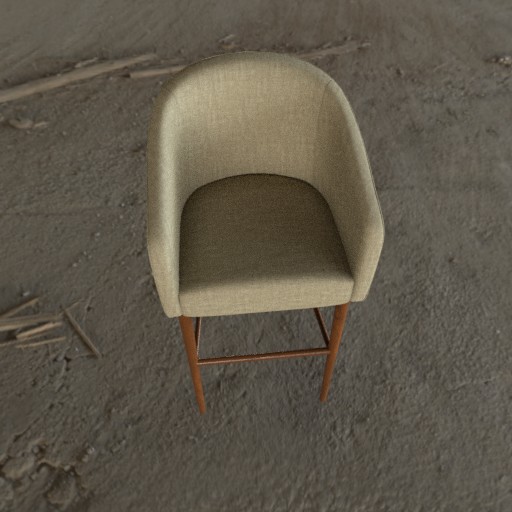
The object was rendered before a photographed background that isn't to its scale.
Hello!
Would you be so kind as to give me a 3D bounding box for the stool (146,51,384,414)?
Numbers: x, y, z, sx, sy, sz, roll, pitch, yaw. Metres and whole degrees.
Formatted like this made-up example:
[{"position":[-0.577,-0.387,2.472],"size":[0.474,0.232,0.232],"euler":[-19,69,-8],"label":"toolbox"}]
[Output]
[{"position":[0.000,0.000,1.456],"size":[0.559,1.078,0.607],"euler":[-4,47,-4],"label":"stool"}]
